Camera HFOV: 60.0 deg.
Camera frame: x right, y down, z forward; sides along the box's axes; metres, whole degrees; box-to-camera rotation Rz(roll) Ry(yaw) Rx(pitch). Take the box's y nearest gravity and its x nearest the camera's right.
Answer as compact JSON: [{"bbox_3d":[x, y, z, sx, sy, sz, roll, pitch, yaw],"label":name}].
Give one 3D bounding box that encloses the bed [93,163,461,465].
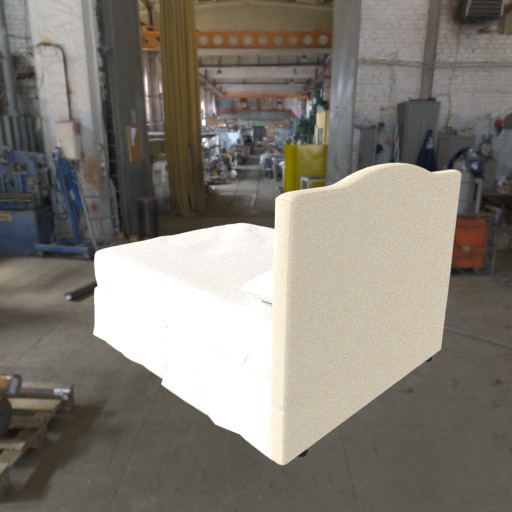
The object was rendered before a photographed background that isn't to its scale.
[{"bbox_3d":[0.000,0.000,3.276,1.741,1.449,2.196,-15,21,-42],"label":"bed"}]
